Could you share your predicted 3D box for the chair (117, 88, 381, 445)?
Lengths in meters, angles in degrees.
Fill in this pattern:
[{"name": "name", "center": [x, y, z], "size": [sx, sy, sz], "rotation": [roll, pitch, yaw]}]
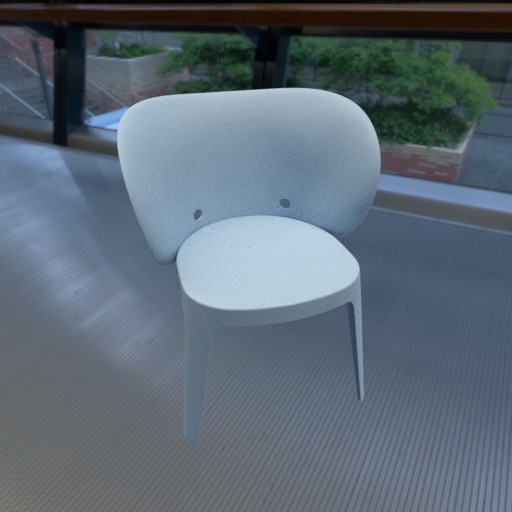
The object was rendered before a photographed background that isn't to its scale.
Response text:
[{"name": "chair", "center": [0.000, 0.000, 0.869], "size": [0.451, 0.554, 0.402], "rotation": [-9, 33, -14]}]
